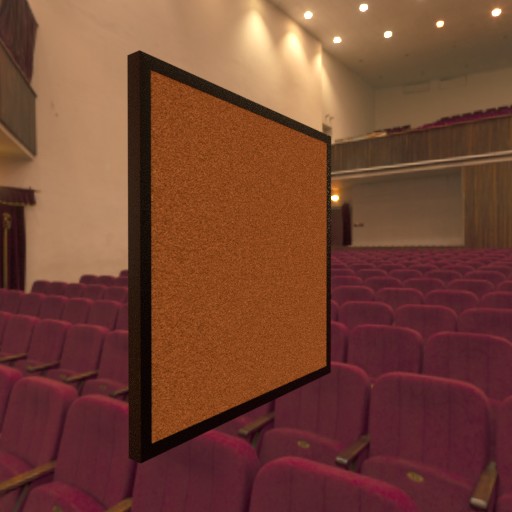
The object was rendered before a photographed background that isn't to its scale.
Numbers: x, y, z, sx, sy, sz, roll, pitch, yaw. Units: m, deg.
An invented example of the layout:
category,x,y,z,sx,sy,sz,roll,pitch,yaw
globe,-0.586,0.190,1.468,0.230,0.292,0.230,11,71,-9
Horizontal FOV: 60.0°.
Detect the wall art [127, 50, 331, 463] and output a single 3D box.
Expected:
category,x,y,z,sx,sy,sz,roll,pitch,yaw
wall art,0.000,0.000,1.123,0.036,0.755,0.756,0,1,37
